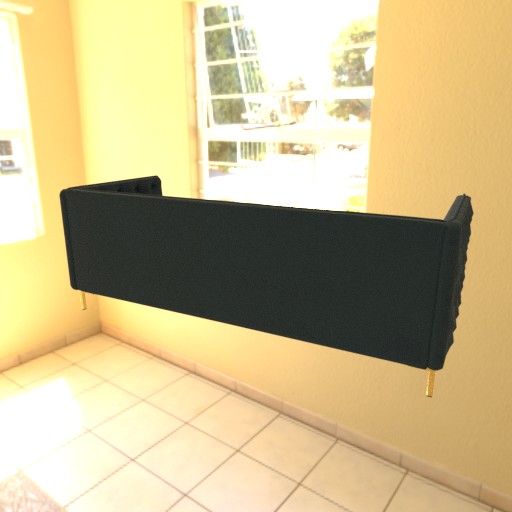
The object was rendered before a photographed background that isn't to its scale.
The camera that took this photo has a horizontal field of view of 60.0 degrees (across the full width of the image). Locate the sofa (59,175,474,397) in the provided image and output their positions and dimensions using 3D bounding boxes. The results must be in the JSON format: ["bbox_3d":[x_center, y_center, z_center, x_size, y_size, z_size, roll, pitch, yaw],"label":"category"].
[{"bbox_3d":[0.000,0.000,2.591,2.209,0.771,0.895,8,18,26],"label":"sofa"}]
